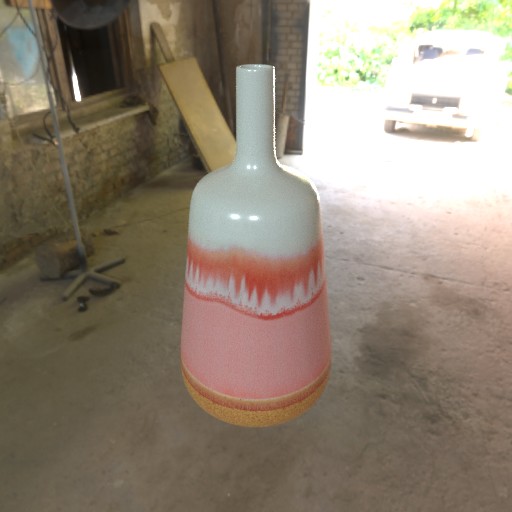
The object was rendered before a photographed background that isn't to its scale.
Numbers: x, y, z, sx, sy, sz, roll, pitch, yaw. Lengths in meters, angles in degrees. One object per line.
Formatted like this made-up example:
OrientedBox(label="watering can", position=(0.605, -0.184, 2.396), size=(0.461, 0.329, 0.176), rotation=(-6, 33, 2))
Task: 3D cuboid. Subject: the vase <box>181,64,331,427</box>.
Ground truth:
OrientedBox(label="vase", position=(0.000, 0.000, 0.375), size=(0.144, 0.296, 0.144), rotation=(0, 30, 0))
